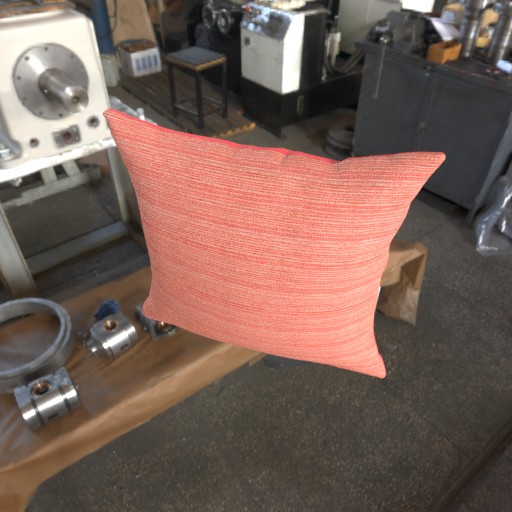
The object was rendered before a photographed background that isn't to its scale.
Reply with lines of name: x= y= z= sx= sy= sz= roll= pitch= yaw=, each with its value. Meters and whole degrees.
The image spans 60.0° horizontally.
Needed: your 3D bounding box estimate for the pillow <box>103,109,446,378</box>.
pillow: x=0.000 y=0.000 z=0.819 sx=0.559 sy=0.501 sz=0.229 roll=12 pitch=42 yaw=14
